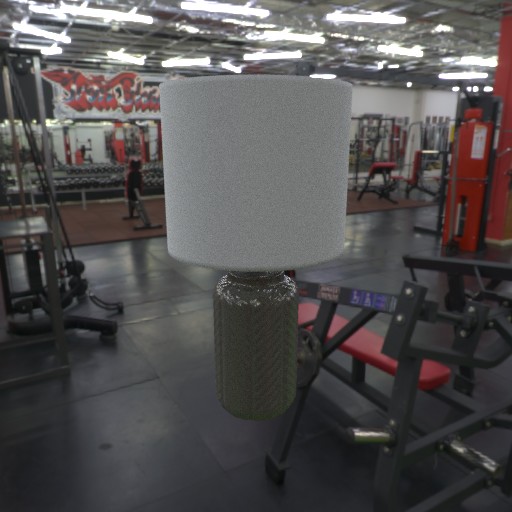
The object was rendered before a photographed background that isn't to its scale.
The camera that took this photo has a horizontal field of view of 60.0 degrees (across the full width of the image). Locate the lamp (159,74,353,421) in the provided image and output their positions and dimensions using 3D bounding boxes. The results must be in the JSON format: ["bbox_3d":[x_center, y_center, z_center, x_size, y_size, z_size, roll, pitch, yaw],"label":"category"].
[{"bbox_3d":[0.000,0.000,0.523,0.203,0.389,0.203,-8,17,-27],"label":"lamp"}]
